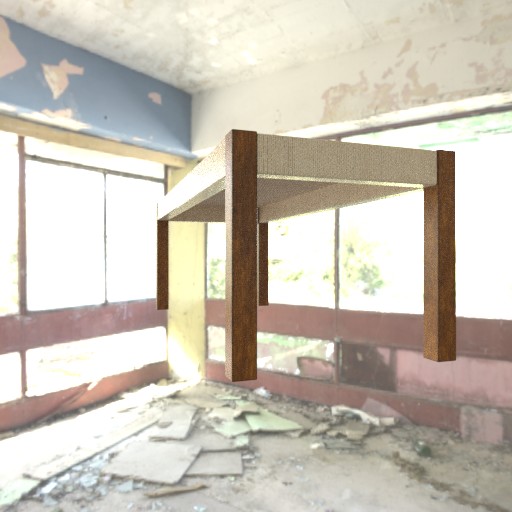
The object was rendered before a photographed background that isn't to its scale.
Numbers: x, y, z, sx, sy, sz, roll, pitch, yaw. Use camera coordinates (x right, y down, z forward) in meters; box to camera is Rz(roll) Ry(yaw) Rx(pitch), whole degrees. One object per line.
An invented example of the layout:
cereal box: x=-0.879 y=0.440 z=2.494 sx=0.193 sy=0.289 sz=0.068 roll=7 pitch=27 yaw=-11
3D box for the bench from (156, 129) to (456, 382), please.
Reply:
bench: x=0.000 y=0.000 z=1.447 sx=0.507 sy=0.457 sz=1.198 roll=0 pitch=0 yaw=-19
